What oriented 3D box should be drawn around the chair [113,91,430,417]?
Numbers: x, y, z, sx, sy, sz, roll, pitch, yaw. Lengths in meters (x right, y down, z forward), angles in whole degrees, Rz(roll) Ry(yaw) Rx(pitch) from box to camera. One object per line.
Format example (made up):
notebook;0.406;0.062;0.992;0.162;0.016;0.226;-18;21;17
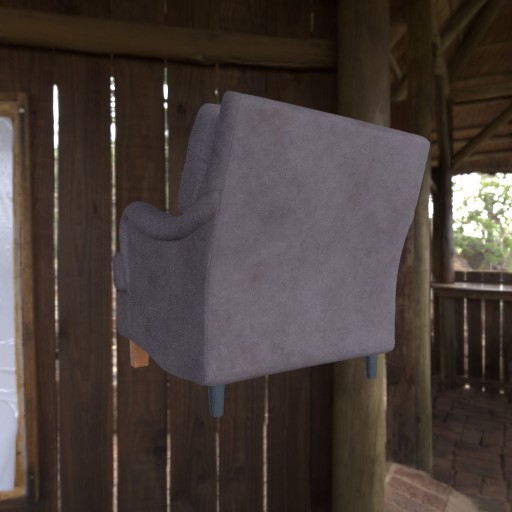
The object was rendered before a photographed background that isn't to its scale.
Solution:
chair;0.000;0.000;1.856;0.955;0.997;1.070;0;1;-35
